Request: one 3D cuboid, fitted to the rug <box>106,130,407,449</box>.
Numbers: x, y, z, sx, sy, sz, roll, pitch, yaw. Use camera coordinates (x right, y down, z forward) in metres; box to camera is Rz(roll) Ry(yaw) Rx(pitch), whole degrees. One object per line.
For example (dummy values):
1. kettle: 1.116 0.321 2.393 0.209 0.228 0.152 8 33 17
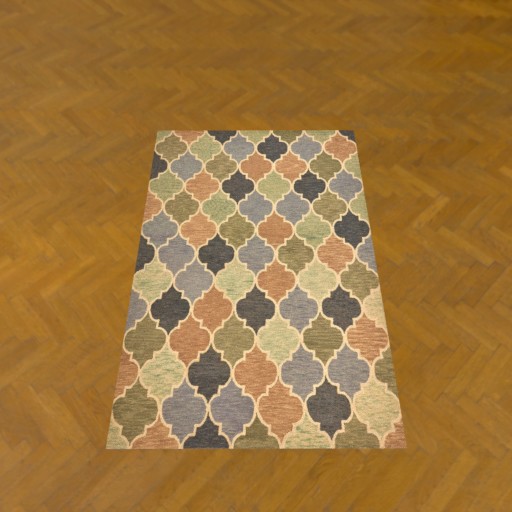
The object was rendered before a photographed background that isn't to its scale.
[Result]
1. rug: 0.000 0.000 2.272 1.216 0.006 1.828 0 58 0
